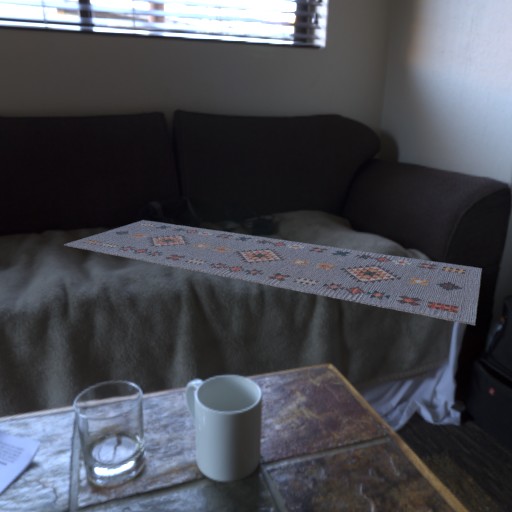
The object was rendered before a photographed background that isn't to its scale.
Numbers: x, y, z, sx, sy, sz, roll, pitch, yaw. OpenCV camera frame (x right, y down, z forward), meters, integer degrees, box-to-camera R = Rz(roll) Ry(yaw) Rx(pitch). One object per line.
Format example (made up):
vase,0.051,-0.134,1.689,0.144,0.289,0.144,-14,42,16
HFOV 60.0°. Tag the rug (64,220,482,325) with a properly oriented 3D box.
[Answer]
rug,0.000,0.000,2.674,2.432,0.008,0.766,9,20,26
